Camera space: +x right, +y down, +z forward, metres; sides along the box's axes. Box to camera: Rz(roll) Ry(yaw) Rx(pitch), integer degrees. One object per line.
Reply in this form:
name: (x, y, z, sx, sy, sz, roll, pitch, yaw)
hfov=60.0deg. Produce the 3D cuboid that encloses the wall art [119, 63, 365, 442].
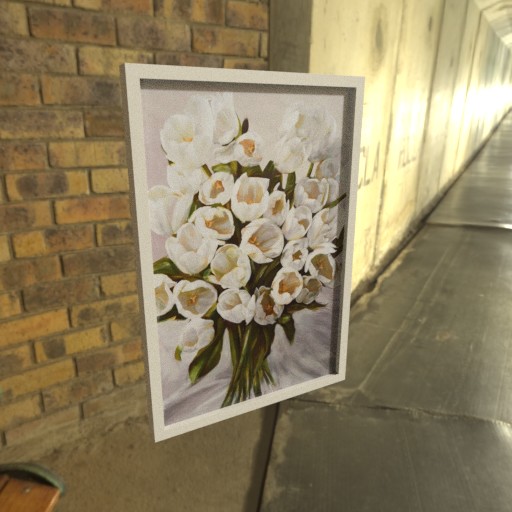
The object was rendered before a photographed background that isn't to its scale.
wall art: (0.000, 0.000, 0.852, 0.450, 0.657, 0.038, -9, 19, -27)
